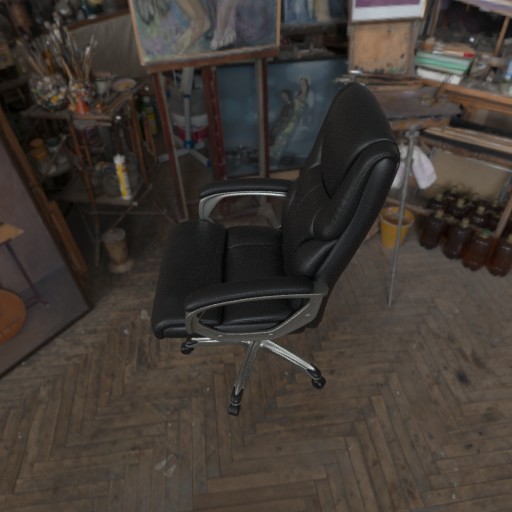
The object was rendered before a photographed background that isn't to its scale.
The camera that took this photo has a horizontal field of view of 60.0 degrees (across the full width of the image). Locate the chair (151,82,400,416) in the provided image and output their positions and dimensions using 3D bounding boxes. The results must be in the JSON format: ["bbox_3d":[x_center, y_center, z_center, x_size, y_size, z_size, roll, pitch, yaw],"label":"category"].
[{"bbox_3d":[0.000,0.000,1.631,0.739,1.155,0.663,-1,42,-1],"label":"chair"}]
